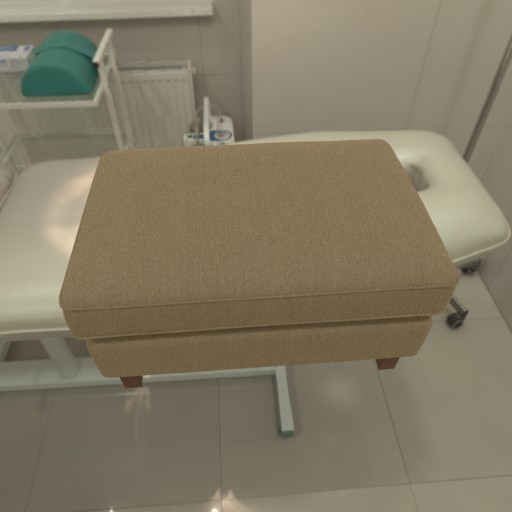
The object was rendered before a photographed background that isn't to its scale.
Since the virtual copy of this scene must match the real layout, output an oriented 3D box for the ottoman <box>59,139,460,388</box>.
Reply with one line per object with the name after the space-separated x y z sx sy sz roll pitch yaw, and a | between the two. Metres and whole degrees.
0.000 0.000 1.349 0.945 0.521 0.636 -3 47 -3 | ottoman
